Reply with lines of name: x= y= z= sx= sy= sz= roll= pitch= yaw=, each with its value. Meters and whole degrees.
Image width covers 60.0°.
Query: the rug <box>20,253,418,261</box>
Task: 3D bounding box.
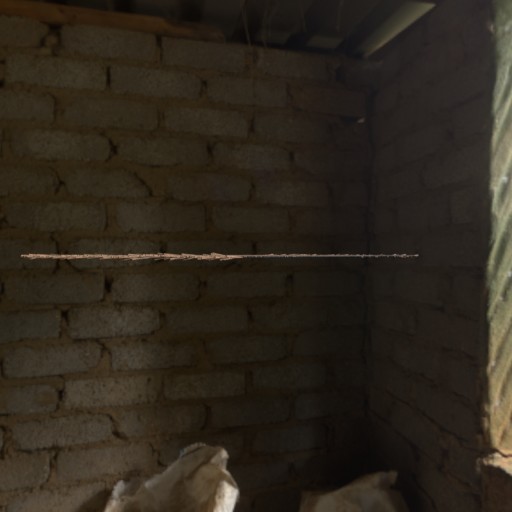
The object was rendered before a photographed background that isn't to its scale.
rug: x=0.000 y=0.000 z=2.472 sx=1.224 sy=0.027 sz=2.021 roll=0 pitch=0 yaw=35
